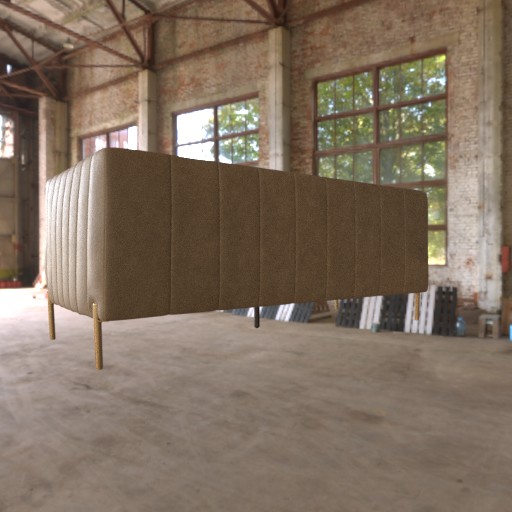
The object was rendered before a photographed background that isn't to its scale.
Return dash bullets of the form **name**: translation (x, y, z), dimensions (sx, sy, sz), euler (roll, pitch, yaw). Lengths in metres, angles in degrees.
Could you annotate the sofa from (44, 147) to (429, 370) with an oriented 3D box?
- **sofa**: translation (0.000, 0.000, 2.393), dimensions (1.980, 0.779, 0.876), euler (0, 1, -37)
